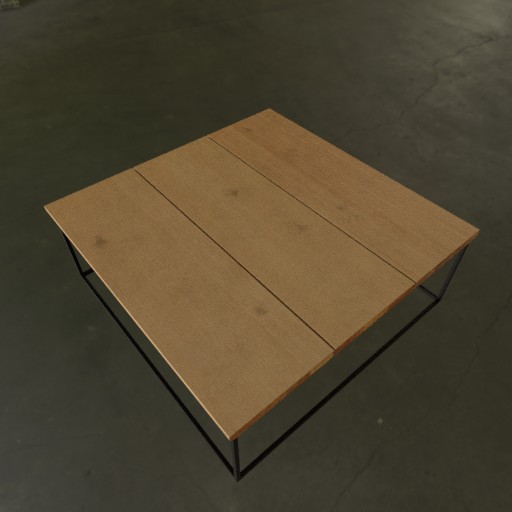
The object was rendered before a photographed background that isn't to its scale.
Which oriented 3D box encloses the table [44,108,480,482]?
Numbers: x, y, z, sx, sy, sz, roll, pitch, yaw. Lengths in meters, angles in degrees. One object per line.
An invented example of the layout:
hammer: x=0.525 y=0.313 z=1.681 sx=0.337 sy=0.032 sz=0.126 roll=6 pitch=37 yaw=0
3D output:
table: x=0.000 y=0.000 z=1.723 sx=1.100 sy=0.400 sz=1.100 roll=-32 pitch=54 yaw=-26
